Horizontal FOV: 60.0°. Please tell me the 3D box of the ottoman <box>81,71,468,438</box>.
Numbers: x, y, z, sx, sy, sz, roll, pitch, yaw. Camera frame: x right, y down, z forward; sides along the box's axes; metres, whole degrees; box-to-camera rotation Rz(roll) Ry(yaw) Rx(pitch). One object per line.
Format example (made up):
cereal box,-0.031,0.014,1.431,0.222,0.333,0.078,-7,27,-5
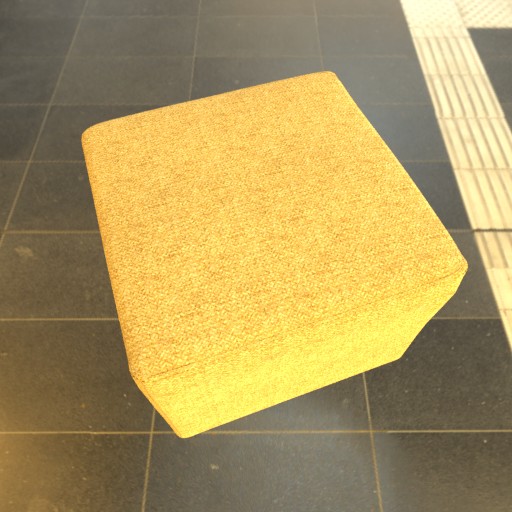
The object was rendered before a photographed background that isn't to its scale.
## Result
ottoman,0.000,0.000,0.883,0.512,0.441,0.505,-17,60,-10
